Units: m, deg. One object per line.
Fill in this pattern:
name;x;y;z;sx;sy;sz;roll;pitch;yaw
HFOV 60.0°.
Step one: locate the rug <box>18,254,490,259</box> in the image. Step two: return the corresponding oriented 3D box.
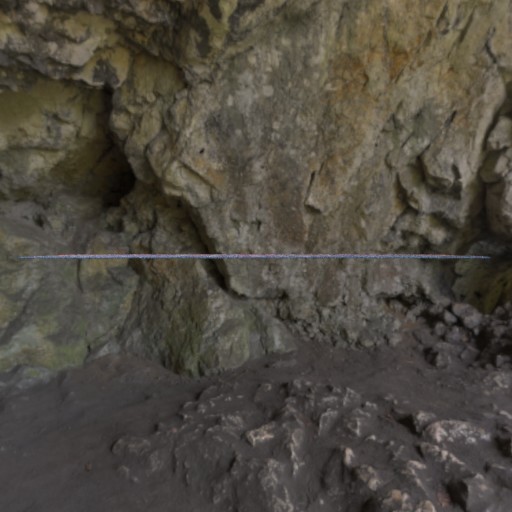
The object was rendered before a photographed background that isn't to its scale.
rug;0.000;0.000;2.687;2.459;0.010;0.801;0;1;-2
